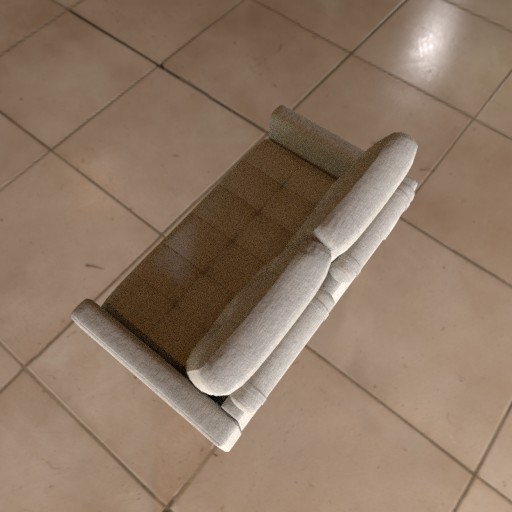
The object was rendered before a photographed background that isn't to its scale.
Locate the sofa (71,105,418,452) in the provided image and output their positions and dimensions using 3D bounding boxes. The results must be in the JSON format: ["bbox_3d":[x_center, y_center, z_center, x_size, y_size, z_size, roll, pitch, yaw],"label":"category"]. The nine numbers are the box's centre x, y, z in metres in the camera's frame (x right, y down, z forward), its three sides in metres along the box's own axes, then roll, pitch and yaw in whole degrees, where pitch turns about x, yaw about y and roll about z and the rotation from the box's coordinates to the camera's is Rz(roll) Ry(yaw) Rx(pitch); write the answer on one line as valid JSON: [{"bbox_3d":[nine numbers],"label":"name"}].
[{"bbox_3d":[0.000,0.000,1.970,0.842,0.907,1.407,35,69,16],"label":"sofa"}]
